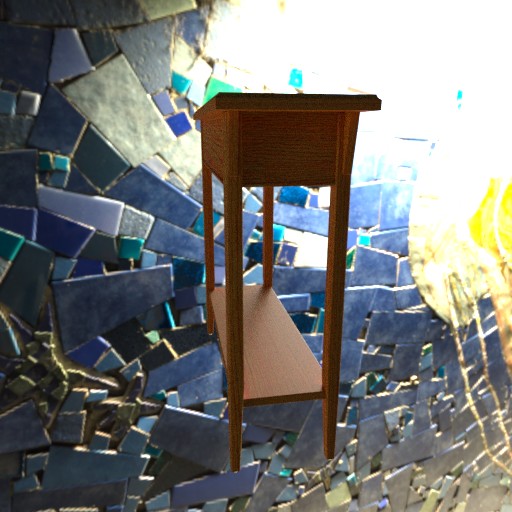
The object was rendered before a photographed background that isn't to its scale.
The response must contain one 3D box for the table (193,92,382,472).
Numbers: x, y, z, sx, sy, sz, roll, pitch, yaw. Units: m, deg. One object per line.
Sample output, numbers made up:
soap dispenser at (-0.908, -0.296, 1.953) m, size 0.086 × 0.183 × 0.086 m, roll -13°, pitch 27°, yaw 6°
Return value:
table at (0.000, 0.000, 1.108) m, size 0.254 × 0.711 × 0.762 m, roll -3°, pitch 16°, yaw -10°
